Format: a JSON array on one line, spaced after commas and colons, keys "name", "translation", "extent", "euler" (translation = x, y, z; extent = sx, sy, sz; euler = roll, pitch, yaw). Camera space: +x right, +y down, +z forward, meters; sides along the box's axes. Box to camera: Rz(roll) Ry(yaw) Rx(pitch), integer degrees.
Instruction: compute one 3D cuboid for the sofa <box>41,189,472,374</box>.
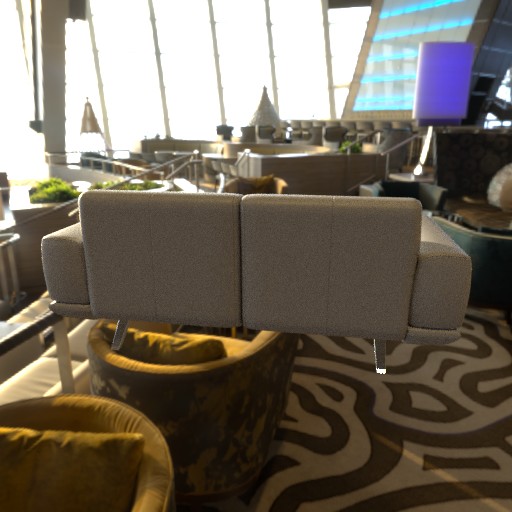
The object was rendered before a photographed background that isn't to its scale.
[{"name": "sofa", "translation": [0.000, 0.000, 2.348], "extent": [1.901, 0.772, 0.900], "euler": [3, 17, 9]}]
